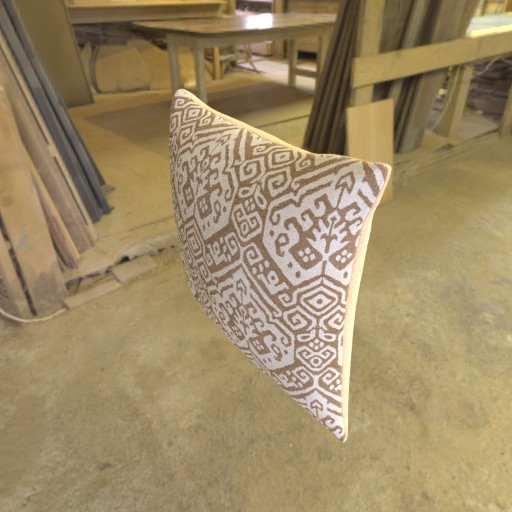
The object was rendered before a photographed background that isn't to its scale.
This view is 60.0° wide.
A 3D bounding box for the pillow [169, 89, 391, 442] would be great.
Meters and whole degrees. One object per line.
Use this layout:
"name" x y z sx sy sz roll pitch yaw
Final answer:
"pillow" 0.000 0.000 0.655 0.173 0.407 0.419 -21 38 -30
